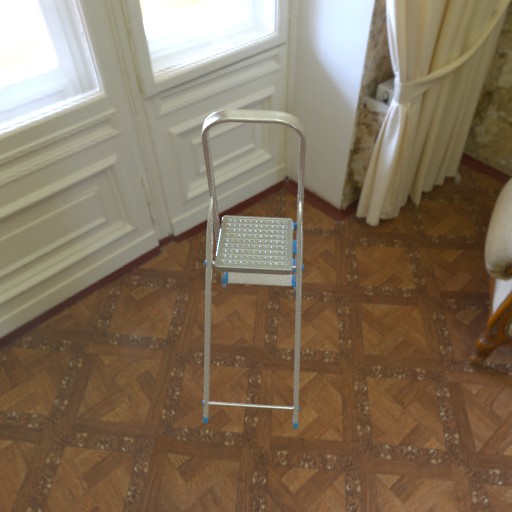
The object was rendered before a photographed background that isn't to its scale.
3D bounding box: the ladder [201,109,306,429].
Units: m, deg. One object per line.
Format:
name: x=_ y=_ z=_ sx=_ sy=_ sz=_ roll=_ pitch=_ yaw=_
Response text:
ladder: x=0.000 y=0.000 z=1.822 sx=0.445 sy=1.434 sz=0.842 roll=3 pitch=48 yaw=2
